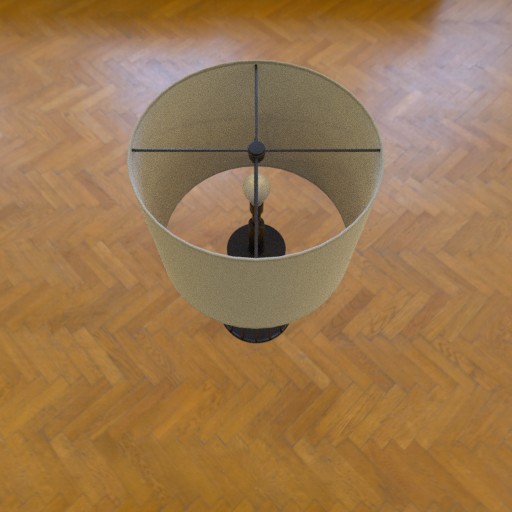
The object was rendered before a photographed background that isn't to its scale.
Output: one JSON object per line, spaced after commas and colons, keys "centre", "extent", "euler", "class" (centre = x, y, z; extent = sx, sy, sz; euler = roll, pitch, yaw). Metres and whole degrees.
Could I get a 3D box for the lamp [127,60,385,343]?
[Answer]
{"centre": [0.000, 0.000, 0.820], "extent": [0.322, 0.593, 0.322], "euler": [0, 62, 0], "class": "lamp"}
